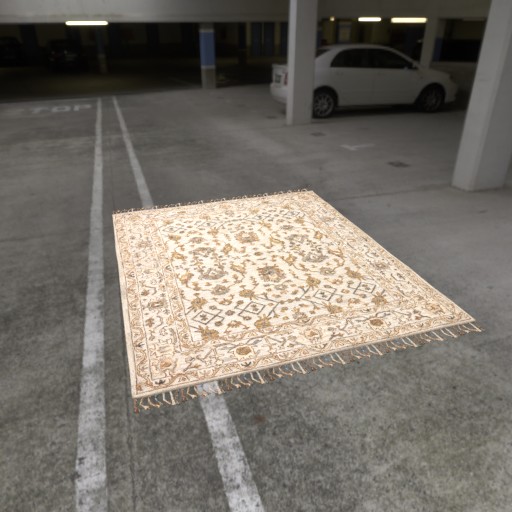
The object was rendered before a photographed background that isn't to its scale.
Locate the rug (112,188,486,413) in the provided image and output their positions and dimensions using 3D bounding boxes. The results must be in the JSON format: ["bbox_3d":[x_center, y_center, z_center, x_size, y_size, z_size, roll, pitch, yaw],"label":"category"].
[{"bbox_3d":[0.000,0.000,4.045,2.426,0.034,3.061,-9,30,-16],"label":"rug"}]
